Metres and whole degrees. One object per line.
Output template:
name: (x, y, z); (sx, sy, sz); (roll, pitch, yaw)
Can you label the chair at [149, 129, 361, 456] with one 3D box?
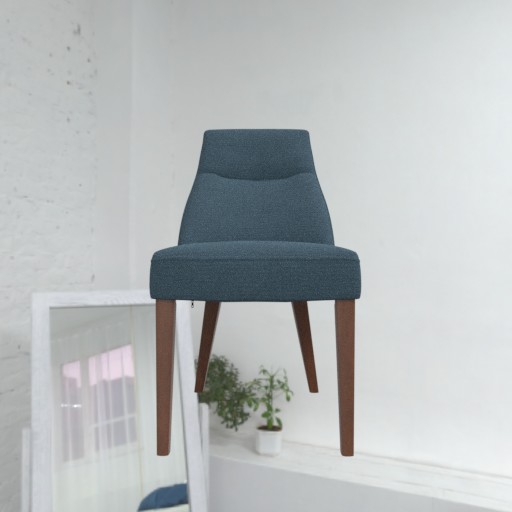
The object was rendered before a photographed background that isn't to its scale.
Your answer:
chair: (0.000, 0.000, 1.330); (0.500, 0.930, 0.620); (0, -1, 0)
